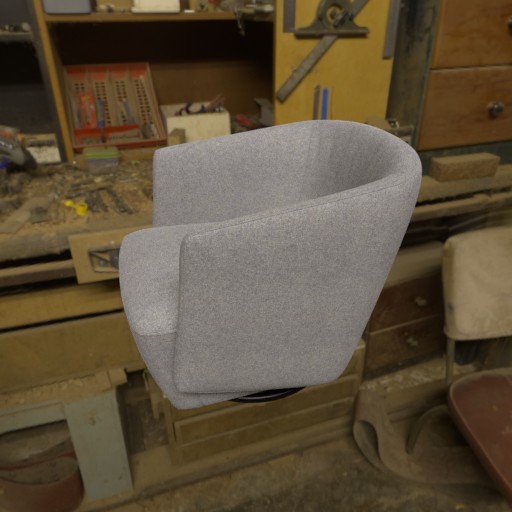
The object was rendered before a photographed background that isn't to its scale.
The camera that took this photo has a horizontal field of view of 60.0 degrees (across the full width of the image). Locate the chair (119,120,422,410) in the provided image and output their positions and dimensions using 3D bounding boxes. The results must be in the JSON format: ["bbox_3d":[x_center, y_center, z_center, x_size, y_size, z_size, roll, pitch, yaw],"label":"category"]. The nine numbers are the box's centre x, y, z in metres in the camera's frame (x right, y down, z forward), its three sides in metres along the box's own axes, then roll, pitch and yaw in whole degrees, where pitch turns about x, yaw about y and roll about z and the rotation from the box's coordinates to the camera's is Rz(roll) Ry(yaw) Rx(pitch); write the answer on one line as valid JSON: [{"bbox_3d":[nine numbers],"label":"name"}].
[{"bbox_3d":[0.000,0.000,1.655,0.986,0.861,0.822,-9,31,-14],"label":"chair"}]
